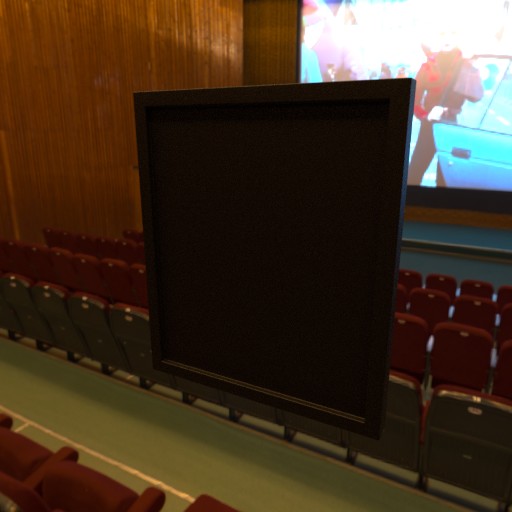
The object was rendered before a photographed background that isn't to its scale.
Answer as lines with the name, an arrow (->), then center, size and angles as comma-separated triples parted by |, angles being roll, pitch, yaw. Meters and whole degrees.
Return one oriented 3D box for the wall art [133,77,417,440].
wall art -> 0.000, 0.000, 0.531 | 0.328, 0.381, 0.028 | 8, 18, 27
